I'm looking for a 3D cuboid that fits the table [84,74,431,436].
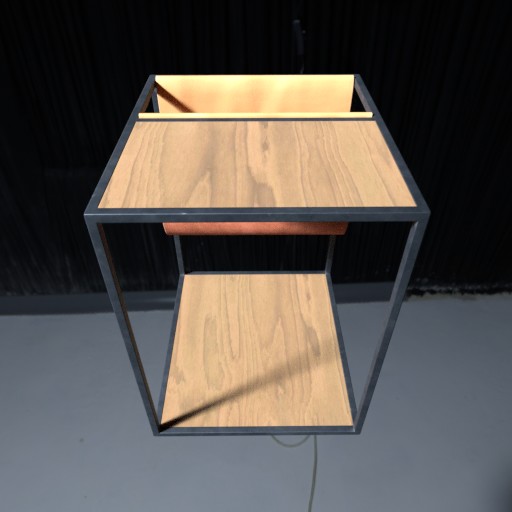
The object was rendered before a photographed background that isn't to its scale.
[{"bbox_3d":[0.000,0.000,0.851,0.399,0.536,0.450,0,41,0],"label":"table"}]
